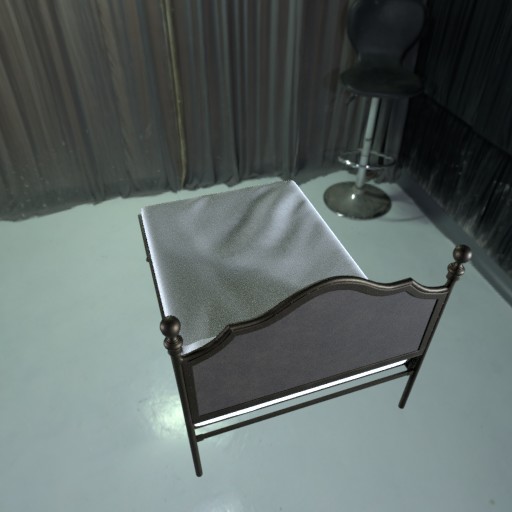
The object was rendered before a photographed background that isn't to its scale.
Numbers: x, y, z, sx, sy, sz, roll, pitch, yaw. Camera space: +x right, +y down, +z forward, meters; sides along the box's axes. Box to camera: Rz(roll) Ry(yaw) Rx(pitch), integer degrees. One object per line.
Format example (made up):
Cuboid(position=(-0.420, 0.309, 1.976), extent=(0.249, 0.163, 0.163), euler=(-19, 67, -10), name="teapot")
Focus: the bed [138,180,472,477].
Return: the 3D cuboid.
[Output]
Cuboid(position=(0.000, 0.000, 3.199), extent=(1.533, 1.462, 2.170), euler=(-12, 43, -14), name="bed")
